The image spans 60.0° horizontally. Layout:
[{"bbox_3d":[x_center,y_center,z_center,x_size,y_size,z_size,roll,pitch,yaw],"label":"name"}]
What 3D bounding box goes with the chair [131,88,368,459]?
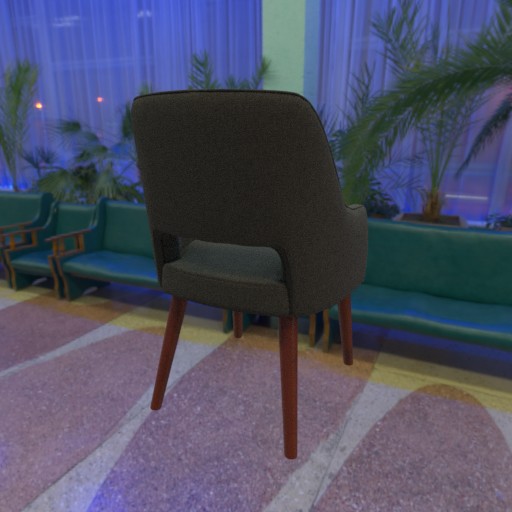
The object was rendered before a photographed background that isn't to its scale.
[{"bbox_3d":[0.000,0.000,1.233,0.559,0.838,0.560,8,19,26],"label":"chair"}]
